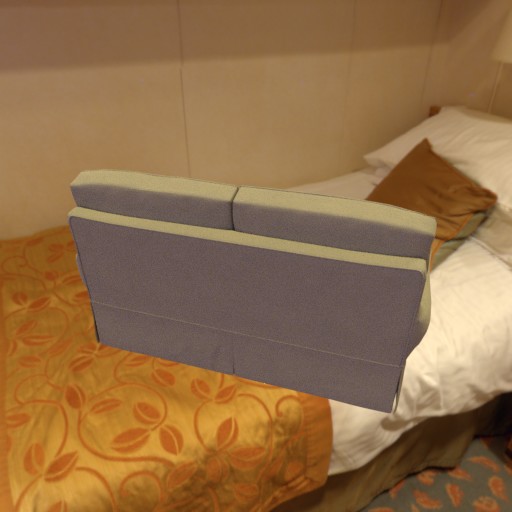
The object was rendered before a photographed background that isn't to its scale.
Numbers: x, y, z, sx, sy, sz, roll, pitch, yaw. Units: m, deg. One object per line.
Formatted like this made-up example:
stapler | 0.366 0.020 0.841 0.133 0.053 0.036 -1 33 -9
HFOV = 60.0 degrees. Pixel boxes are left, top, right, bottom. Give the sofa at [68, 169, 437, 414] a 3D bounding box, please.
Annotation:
sofa | 0.000 0.000 2.422 1.823 1.024 0.841 9 33 15
